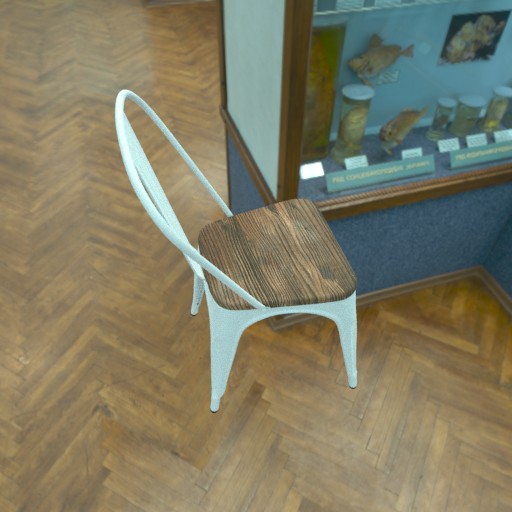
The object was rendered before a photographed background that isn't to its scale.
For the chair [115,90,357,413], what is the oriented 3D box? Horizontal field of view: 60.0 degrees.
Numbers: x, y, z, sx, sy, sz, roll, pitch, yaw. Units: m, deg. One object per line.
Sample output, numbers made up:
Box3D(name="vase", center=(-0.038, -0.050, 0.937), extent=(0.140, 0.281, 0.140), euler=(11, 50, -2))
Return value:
Box3D(name="chair", center=(0.000, 0.000, 1.144), extent=(0.521, 0.851, 0.452), euler=(-11, 48, -10))
